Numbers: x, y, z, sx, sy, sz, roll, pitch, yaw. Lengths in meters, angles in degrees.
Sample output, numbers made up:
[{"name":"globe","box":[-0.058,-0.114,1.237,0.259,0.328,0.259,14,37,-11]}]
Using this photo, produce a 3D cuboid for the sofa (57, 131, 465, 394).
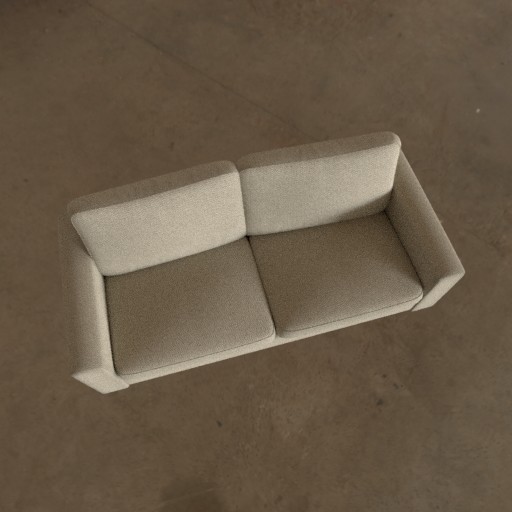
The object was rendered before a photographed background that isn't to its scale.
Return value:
[{"name":"sofa","box":[0.000,0.000,2.641,2.179,0.873,1.016,-14,64,-7]}]
